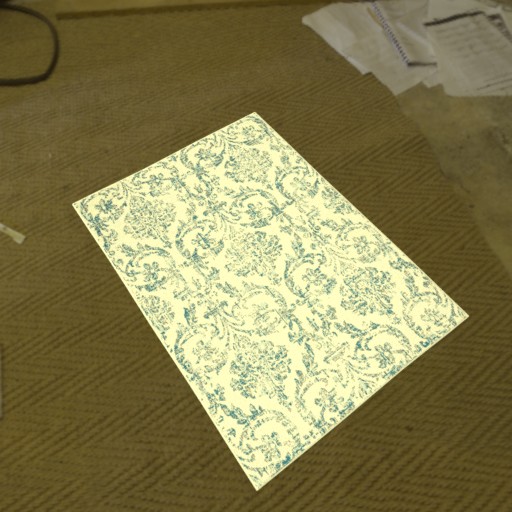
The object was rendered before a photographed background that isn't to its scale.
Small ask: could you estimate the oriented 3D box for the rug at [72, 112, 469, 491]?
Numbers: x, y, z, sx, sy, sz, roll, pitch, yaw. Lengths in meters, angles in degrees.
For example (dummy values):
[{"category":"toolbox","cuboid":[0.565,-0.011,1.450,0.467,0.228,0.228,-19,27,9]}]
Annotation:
[{"category":"rug","cuboid":[0.000,0.000,2.885,1.586,0.014,2.197,-32,64,-18]}]
